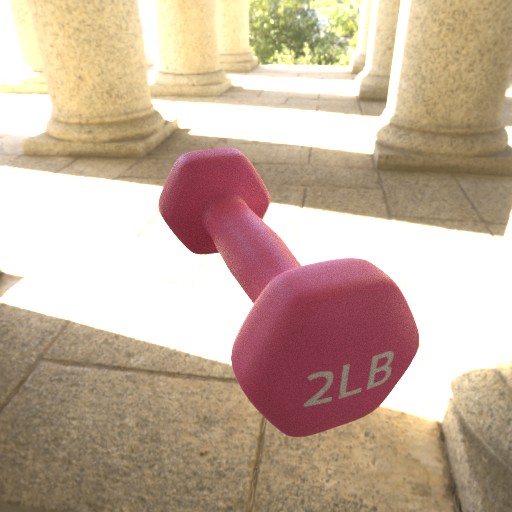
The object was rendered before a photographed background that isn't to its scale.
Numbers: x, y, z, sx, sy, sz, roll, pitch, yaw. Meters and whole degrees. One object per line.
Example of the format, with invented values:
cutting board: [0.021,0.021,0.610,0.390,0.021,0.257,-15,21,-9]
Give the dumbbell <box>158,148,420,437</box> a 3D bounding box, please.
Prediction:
dumbbell: [0.000,0.000,0.179,0.058,0.053,0.146,-10,31,-18]
